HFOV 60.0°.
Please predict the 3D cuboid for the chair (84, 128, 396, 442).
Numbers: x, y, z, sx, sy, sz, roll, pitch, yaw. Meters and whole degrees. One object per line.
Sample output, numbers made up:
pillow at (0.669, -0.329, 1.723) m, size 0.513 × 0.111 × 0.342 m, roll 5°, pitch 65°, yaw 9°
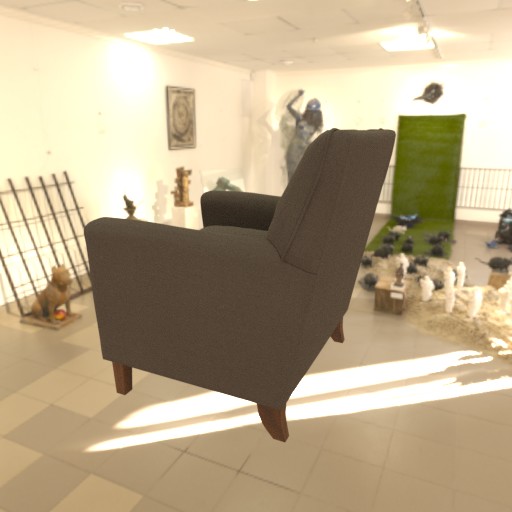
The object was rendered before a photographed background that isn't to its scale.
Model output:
chair at (0.000, 0.000, 1.640) m, size 0.831 × 0.911 × 0.836 m, roll 7°, pitch 18°, yaw 24°
